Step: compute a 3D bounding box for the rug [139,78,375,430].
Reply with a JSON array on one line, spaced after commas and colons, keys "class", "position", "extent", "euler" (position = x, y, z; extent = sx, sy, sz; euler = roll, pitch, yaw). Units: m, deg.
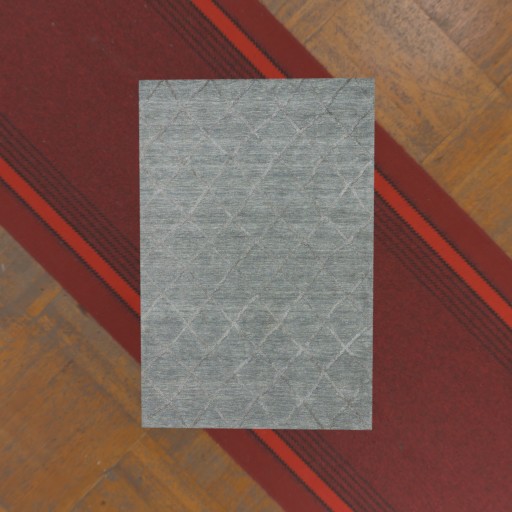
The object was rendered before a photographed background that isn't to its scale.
[{"class": "rug", "position": [0.000, 0.000, 2.895], "extent": [1.521, 0.006, 2.283], "euler": [0, 92, 2]}]
